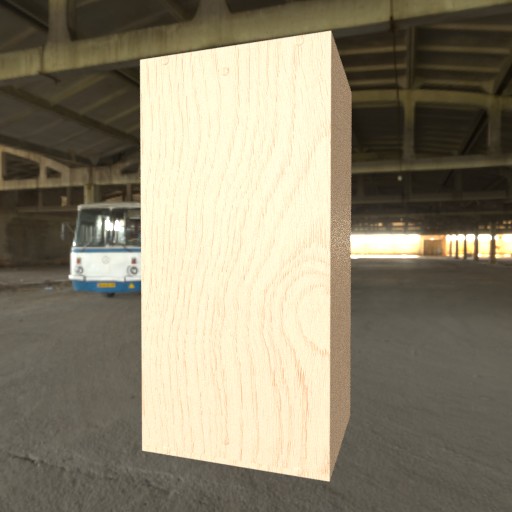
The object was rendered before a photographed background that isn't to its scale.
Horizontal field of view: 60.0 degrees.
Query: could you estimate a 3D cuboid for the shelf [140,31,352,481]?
[{"bbox_3d":[0.000,0.000,0.752,0.290,0.600,0.250,0,1,18],"label":"shelf"}]
